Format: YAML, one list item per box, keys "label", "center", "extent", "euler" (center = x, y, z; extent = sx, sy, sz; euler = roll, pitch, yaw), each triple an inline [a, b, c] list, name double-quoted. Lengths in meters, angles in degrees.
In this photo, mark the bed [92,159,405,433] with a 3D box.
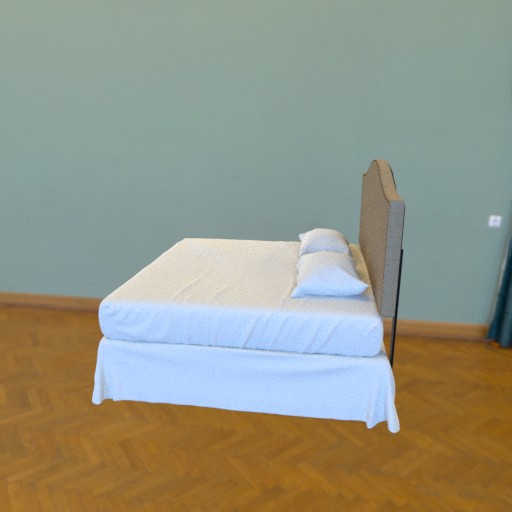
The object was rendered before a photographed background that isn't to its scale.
- label: "bed"
  center: [0.000, 0.000, 3.824]
  extent: [2.222, 1.651, 2.311]
  euler: [2, 16, 8]
